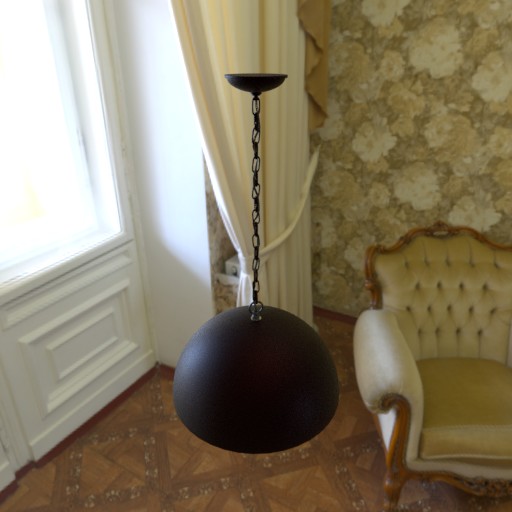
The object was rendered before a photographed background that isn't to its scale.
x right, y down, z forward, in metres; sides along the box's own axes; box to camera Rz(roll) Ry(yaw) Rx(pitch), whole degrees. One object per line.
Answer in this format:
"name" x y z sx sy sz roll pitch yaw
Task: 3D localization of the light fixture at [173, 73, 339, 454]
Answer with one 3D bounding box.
"light fixture" 0.000 0.000 1.148 0.492 0.869 0.492 -7 26 -15
